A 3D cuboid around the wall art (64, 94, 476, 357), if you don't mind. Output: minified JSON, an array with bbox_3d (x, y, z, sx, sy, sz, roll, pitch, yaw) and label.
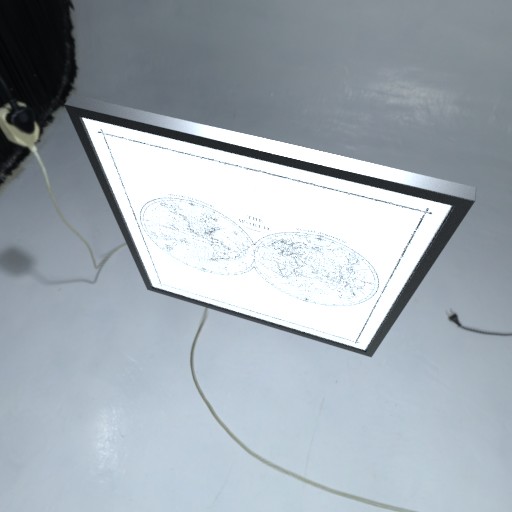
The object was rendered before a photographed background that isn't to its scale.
[{"bbox_3d":[0.000,0.000,1.133,0.773,0.775,0.031,15,59,9],"label":"wall art"}]
